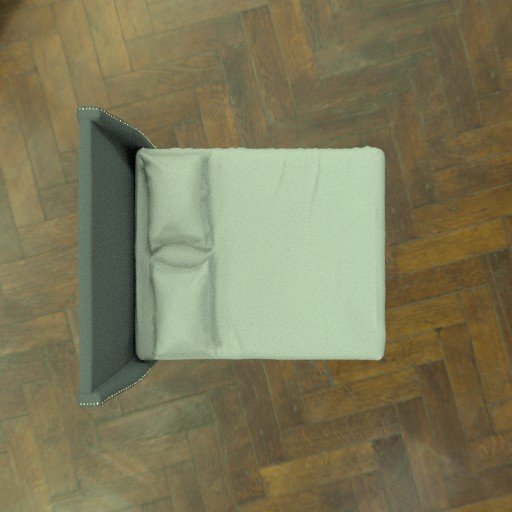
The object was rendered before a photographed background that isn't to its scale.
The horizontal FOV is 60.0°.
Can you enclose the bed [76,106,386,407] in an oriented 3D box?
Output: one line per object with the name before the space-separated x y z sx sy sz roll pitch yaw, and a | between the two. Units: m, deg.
bed | 0.000 0.000 3.437 2.276 1.332 1.925 0 91 0
